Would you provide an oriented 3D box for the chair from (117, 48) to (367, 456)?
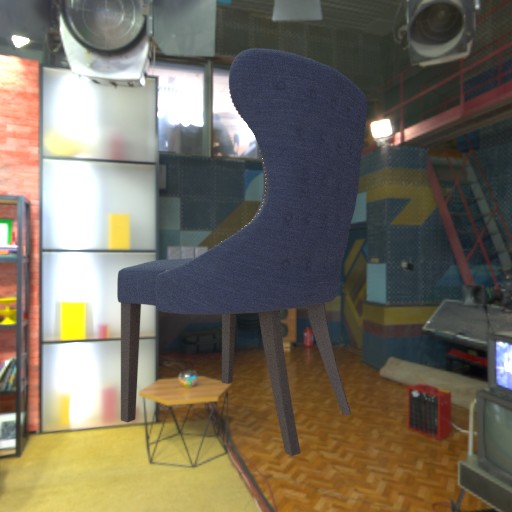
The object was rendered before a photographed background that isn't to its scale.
[{"bbox_3d":[0.000,0.000,1.353,0.635,0.967,0.628,0,-1,34],"label":"chair"}]
